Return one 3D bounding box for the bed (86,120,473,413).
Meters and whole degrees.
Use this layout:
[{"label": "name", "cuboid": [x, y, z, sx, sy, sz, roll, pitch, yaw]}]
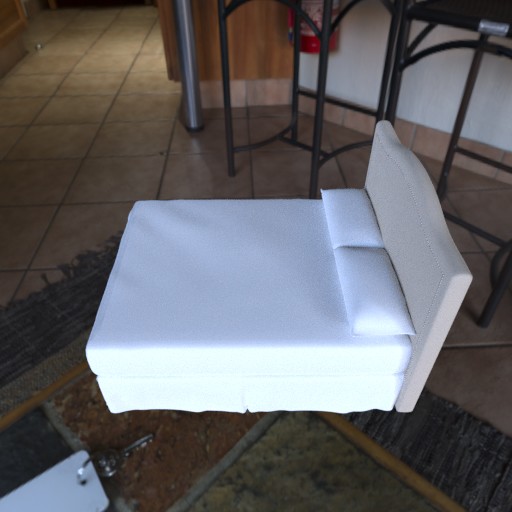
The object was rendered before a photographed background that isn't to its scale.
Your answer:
[{"label": "bed", "cuboid": [0.000, 0.000, 3.087, 2.052, 1.398, 1.678, 0, 42, 0]}]
